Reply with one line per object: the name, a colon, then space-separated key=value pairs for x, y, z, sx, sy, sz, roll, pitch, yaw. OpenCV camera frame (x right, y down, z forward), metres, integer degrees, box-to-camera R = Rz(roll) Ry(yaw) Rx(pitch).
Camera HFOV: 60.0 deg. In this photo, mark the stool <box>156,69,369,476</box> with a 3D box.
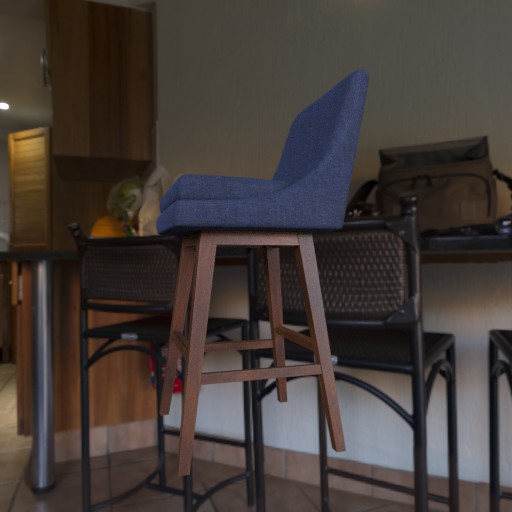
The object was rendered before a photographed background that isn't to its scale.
stool: x=0.000 y=0.000 z=1.378 sx=0.572 sy=1.068 sz=0.489 roll=0 pitch=0 yaw=-18
